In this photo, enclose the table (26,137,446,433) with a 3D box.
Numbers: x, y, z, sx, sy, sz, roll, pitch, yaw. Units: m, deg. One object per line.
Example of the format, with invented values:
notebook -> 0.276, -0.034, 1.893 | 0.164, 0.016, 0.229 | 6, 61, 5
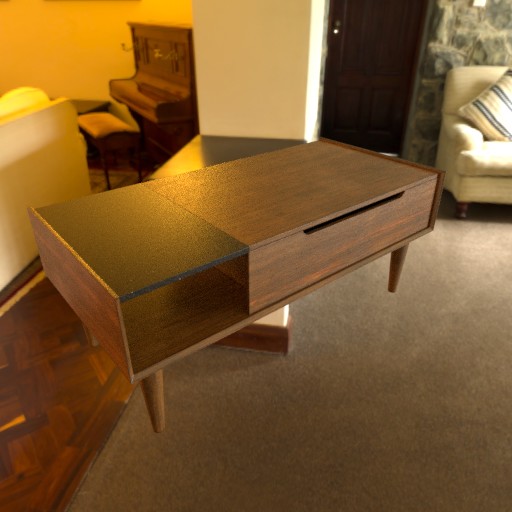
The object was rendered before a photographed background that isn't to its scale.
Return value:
table -> 0.000, 0.000, 1.540 | 1.221, 0.508, 0.610 | -22, 36, -34
